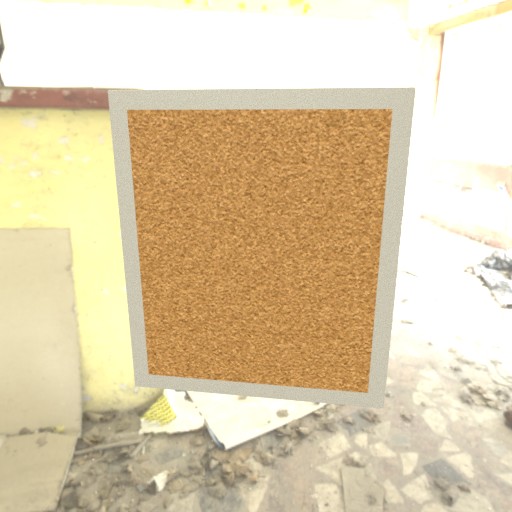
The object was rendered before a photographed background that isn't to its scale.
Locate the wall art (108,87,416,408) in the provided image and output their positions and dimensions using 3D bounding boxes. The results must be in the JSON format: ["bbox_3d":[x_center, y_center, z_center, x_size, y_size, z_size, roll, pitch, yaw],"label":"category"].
[{"bbox_3d":[0.000,0.000,0.540,0.331,0.381,0.028,3,17,8],"label":"wall art"}]
